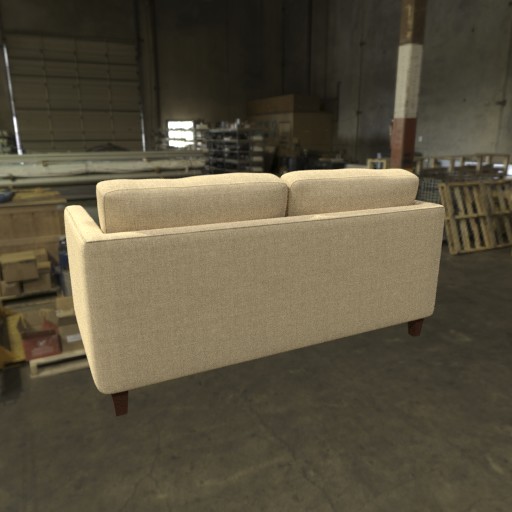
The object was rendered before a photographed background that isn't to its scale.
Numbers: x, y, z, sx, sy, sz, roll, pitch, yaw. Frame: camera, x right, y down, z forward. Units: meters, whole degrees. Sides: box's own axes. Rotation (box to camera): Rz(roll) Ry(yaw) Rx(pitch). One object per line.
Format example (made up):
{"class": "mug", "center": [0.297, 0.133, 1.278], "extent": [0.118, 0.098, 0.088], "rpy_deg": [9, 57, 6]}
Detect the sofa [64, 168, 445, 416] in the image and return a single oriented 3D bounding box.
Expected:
{"class": "sofa", "center": [0.000, 0.000, 2.468], "extent": [1.884, 0.963, 0.950], "rpy_deg": [-8, 17, -26]}
